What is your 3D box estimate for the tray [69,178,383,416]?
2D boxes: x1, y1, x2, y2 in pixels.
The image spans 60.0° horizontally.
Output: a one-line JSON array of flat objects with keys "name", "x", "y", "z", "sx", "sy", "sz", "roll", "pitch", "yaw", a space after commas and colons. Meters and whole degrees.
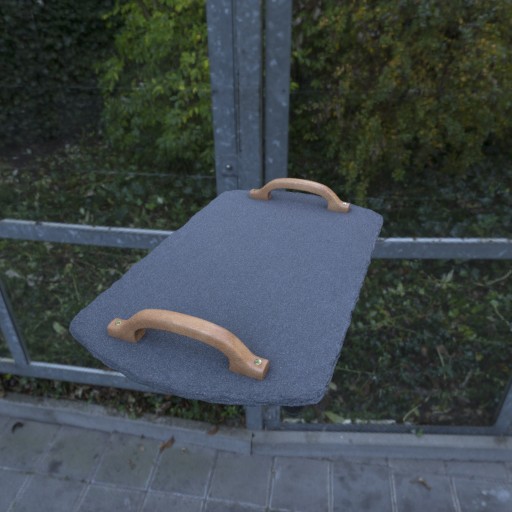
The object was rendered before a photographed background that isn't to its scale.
[{"name": "tray", "x": 0.000, "y": 0.000, "z": 0.474, "sx": 0.231, "sy": 0.062, "sz": 0.387, "roll": 11, "pitch": 32, "yaw": 18}]
